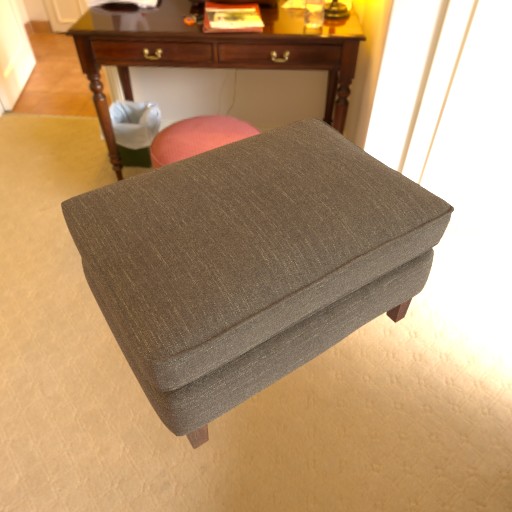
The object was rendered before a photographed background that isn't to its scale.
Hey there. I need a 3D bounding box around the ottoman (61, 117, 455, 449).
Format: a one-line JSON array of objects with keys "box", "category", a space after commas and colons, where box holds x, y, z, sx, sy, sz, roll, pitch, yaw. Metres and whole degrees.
[{"box": [0.000, 0.000, 0.999, 0.686, 0.406, 0.508, -25, 50, -23], "category": "ottoman"}]
